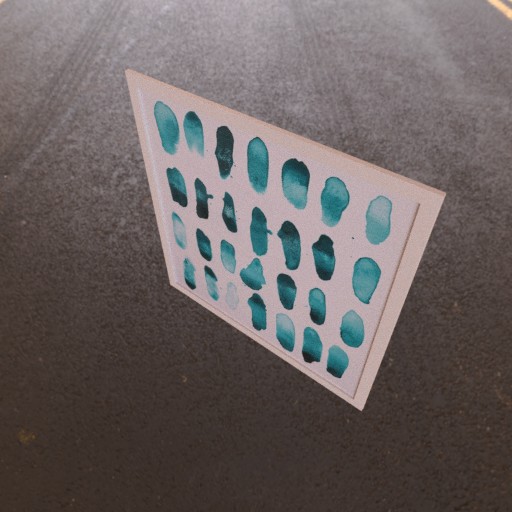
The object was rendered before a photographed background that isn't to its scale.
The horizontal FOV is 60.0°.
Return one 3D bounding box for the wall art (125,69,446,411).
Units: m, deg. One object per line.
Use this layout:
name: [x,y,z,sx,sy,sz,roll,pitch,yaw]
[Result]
wall art: [0.000,0.000,1.217,0.812,0.813,0.013,29,53,25]
